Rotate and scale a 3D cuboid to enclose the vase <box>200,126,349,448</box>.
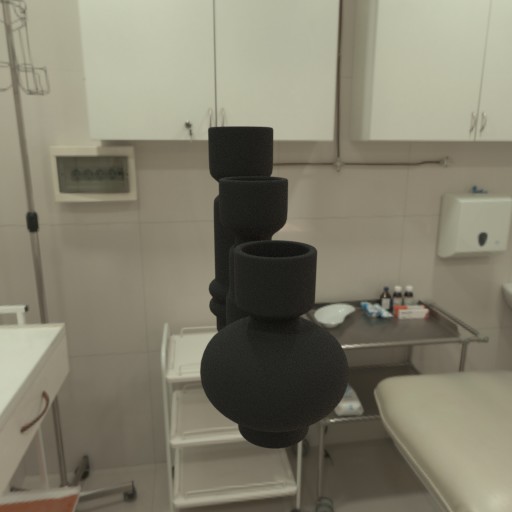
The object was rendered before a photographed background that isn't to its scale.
[{"bbox_3d":[0.000,0.000,0.433,0.120,0.249,0.307,-2,14,-9],"label":"vase"}]
